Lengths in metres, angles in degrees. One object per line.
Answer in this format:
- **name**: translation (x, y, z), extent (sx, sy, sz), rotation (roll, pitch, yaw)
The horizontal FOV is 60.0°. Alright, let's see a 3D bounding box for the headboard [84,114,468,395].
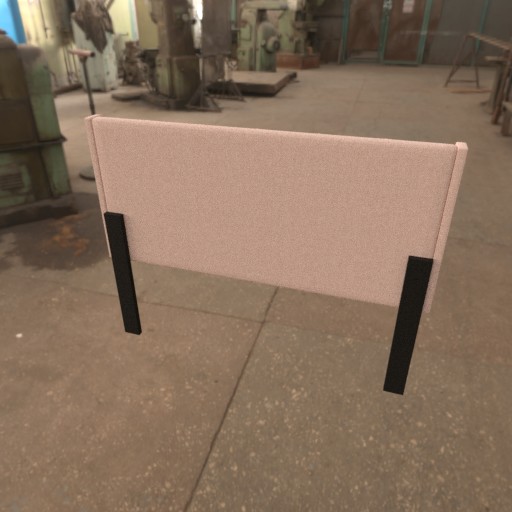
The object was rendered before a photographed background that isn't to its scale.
- **headboard**: translation (0.000, 0.000, 2.690), extent (2.051, 1.524, 0.184), rotation (9, 31, 16)
